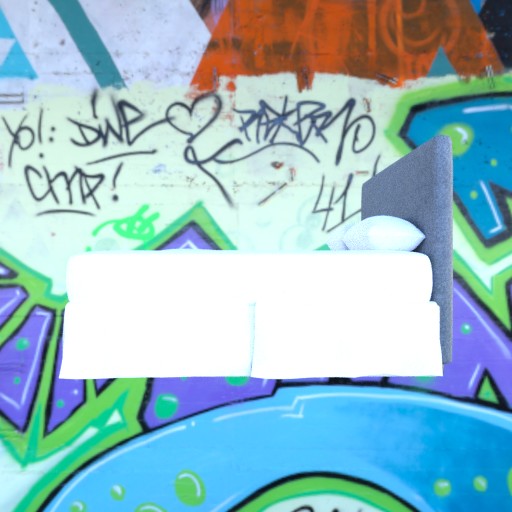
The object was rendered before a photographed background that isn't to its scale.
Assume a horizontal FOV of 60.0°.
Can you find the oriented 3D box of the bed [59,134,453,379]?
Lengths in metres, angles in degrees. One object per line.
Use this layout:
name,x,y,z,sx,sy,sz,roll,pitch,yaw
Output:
bed,0.000,0.000,3.162,2.142,1.330,1.723,0,0,0
